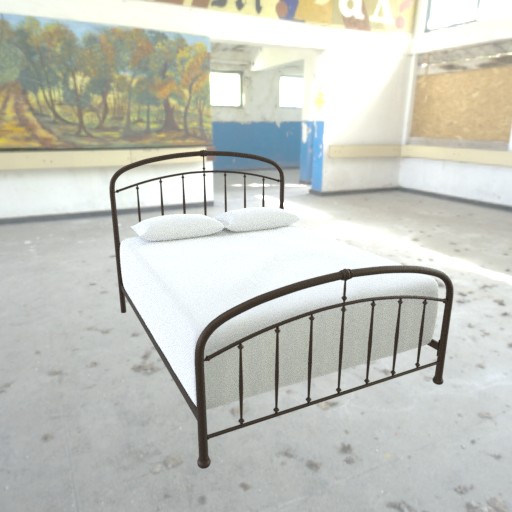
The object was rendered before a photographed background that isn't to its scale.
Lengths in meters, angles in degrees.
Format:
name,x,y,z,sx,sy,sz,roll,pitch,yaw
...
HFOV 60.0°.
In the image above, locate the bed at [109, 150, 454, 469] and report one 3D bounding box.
name,x,y,z,sx,sy,sz,roll,pitch,yaw
bed,0.000,0.000,3.293,1.711,1.425,2.180,-8,19,-25
